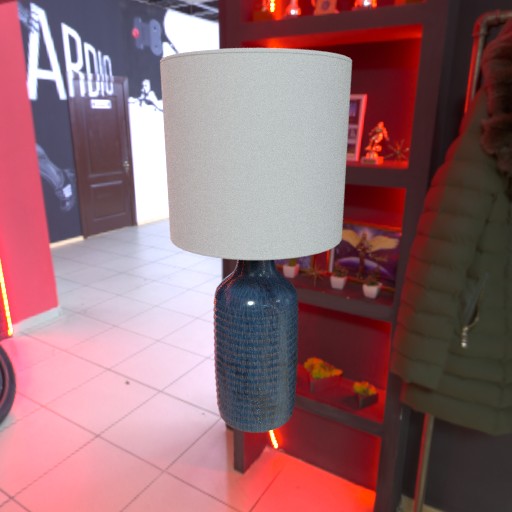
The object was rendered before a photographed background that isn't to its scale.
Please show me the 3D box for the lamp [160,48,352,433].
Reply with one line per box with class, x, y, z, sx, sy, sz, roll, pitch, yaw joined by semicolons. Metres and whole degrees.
lamp;0.000;0.000;0.590;0.220;0.475;0.220;-8;19;-25
